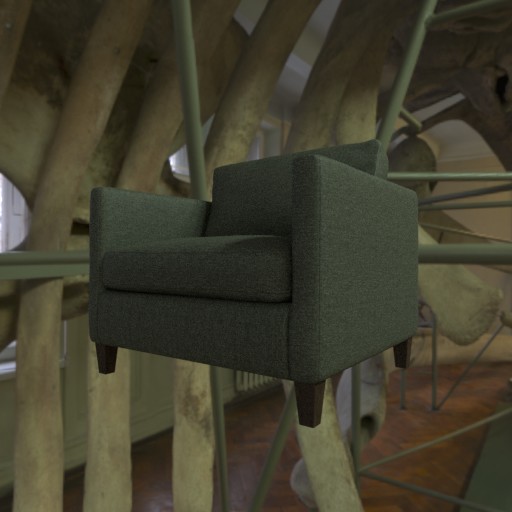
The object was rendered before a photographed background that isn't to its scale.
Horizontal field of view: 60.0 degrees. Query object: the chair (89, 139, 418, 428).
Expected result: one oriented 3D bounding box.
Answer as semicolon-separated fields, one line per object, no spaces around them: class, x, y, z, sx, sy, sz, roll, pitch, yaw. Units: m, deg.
chair;0.000;0.000;1.876;1.107;0.963;0.959;0;0;36
